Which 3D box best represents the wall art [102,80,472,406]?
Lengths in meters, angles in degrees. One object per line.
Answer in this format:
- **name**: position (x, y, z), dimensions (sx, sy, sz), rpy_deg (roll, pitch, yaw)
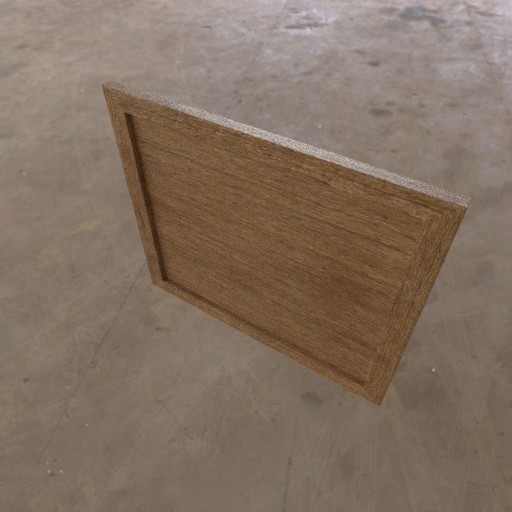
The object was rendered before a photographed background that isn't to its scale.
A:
- **wall art**: position (0.000, 0.000, 0.944), dimensions (0.690, 0.588, 0.026), rpy_deg (25, 51, 22)
